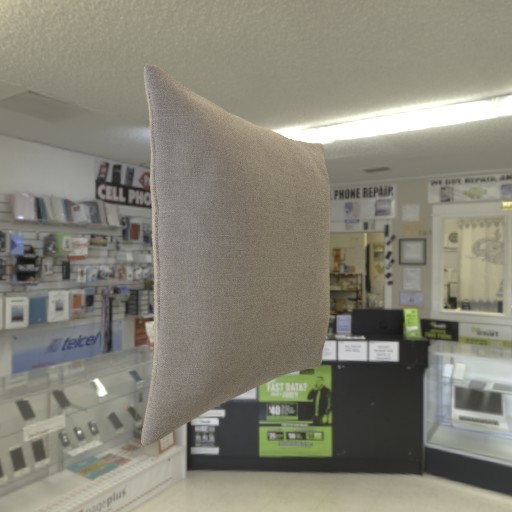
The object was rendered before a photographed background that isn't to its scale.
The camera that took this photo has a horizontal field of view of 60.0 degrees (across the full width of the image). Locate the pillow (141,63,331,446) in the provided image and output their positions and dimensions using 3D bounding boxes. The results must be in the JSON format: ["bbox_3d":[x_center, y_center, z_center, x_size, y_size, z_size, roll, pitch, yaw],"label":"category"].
[{"bbox_3d":[0.000,0.000,0.801,0.166,0.510,0.523,0,0,35],"label":"pillow"}]
